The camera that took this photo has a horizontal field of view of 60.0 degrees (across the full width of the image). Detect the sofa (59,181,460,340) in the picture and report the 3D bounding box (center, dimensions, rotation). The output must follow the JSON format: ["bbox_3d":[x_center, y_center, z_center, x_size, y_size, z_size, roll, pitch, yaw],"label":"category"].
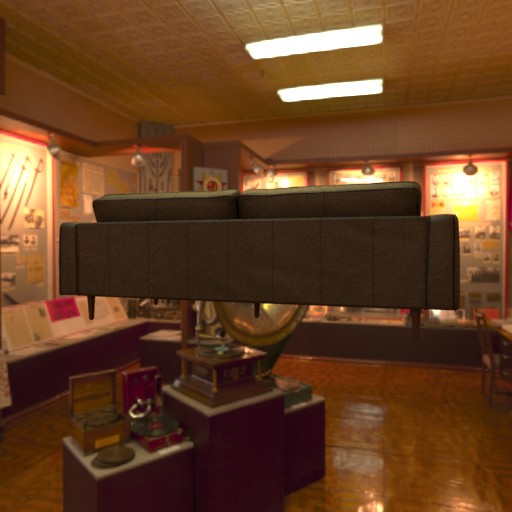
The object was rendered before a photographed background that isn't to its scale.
[{"bbox_3d":[0.000,0.000,2.710,2.210,0.762,0.914,0,1,18],"label":"sofa"}]
